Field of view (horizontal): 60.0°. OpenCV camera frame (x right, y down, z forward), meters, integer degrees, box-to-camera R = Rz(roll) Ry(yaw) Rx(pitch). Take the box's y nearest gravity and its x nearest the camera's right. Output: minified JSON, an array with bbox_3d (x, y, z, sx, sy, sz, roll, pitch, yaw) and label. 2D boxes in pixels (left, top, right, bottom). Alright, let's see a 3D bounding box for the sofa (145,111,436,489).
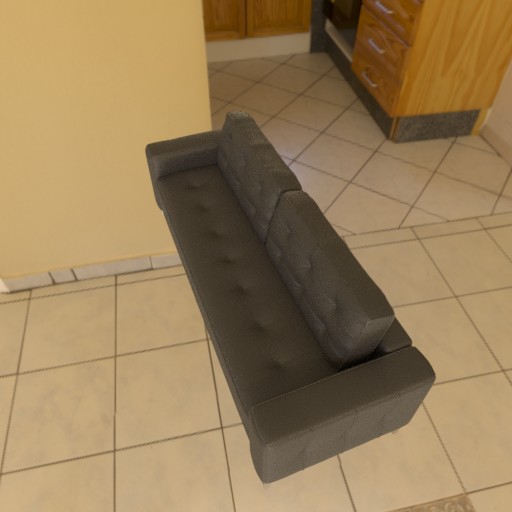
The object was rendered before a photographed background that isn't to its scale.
[{"bbox_3d":[0.000,0.000,2.653,0.833,0.893,2.275,-16,49,-14],"label":"sofa"}]
